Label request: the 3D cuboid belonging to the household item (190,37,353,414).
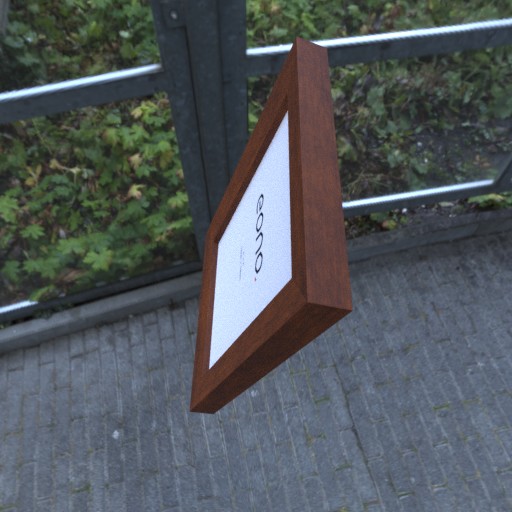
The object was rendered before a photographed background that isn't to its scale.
[{"bbox_3d":[0.000,0.000,0.290,0.096,0.204,0.160,1,59,1],"label":"household item"}]
